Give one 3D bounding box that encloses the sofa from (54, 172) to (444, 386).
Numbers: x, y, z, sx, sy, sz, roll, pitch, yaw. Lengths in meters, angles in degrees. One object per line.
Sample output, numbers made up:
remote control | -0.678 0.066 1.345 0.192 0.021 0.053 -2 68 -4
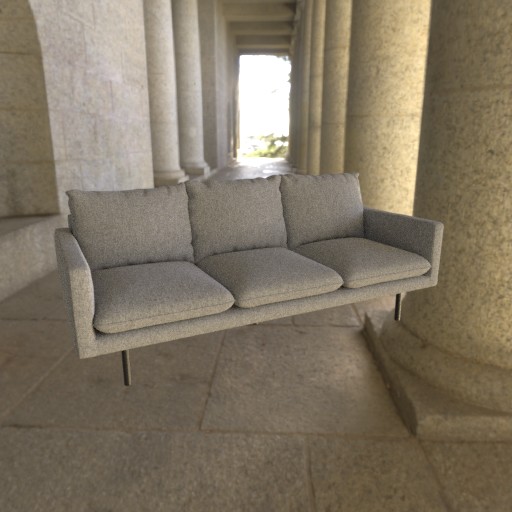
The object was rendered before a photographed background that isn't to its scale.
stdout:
sofa | 0.000 0.000 2.474 2.000 0.830 0.850 -8 17 -26
